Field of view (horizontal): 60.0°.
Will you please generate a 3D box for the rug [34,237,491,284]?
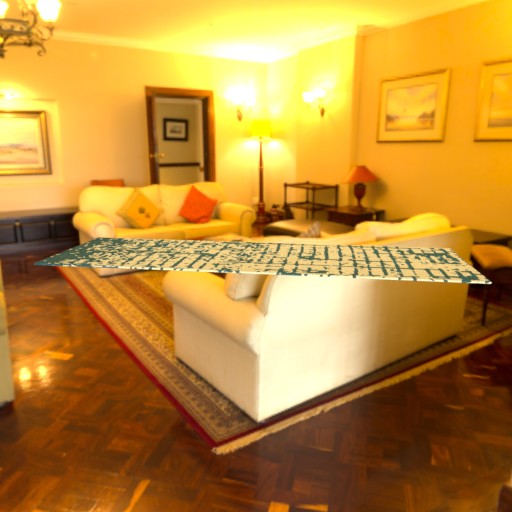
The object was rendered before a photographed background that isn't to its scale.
[{"bbox_3d":[0.000,0.000,2.692,2.435,0.011,0.750,2,14,8],"label":"rug"}]
